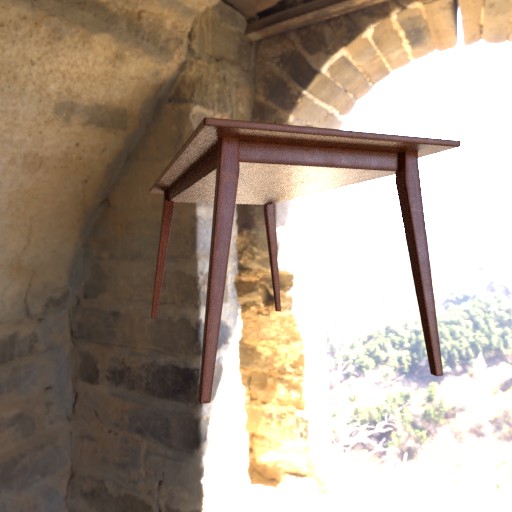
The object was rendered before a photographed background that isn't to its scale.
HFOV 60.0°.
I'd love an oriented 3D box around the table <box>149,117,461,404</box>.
[{"bbox_3d":[0.000,0.000,2.021,0.811,0.755,1.609,-1,2,-18],"label":"table"}]
